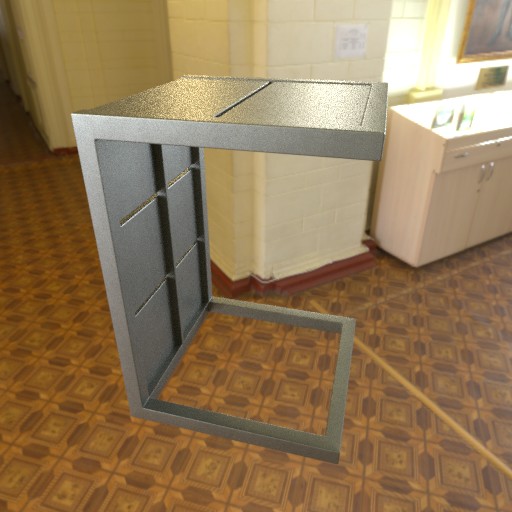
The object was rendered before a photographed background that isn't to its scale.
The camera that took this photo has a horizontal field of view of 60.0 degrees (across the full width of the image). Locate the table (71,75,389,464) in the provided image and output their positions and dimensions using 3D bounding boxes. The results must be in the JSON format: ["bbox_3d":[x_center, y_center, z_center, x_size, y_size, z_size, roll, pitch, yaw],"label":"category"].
[{"bbox_3d":[0.000,0.000,0.881,0.420,0.609,0.405,8,30,13],"label":"table"}]
